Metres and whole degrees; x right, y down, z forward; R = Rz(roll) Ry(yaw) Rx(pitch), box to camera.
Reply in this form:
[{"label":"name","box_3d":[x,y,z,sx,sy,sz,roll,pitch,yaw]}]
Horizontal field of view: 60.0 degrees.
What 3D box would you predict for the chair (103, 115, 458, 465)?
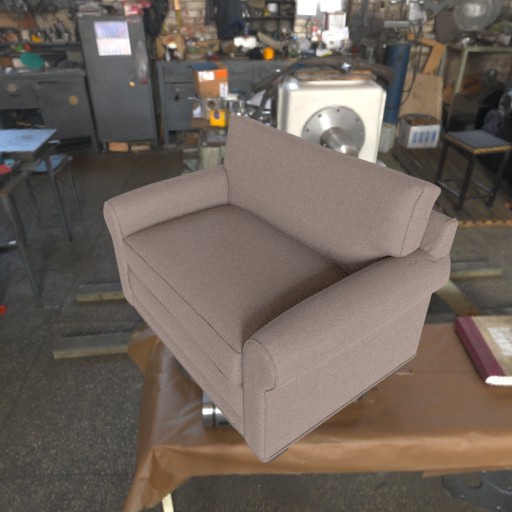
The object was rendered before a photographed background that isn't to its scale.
[{"label":"chair","box_3d":[0.000,0.000,2.007,0.930,0.930,1.390,-22,38,-31]}]
